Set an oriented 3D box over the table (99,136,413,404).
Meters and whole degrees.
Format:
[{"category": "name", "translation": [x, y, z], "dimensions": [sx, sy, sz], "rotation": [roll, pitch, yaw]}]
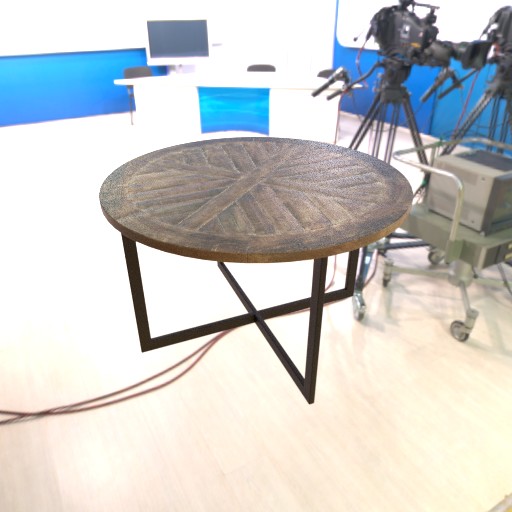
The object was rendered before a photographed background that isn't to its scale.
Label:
[{"category": "table", "translation": [0.000, 0.000, 2.053], "dimensions": [1.264, 0.762, 1.264], "rotation": [0, 30, 0]}]
